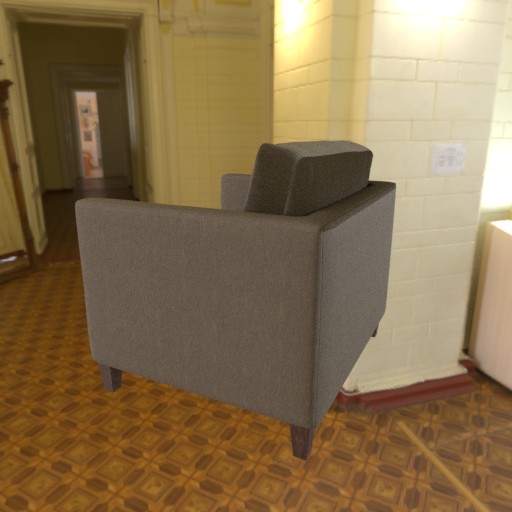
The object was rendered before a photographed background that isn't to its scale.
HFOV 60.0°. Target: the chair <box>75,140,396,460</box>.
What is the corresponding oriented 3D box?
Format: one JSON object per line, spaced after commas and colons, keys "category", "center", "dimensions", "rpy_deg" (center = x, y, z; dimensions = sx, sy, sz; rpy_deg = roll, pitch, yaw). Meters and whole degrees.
{"category": "chair", "center": [0.000, 0.000, 1.885], "dimensions": [0.959, 0.963, 1.107], "rpy_deg": [8, 18, 26]}
